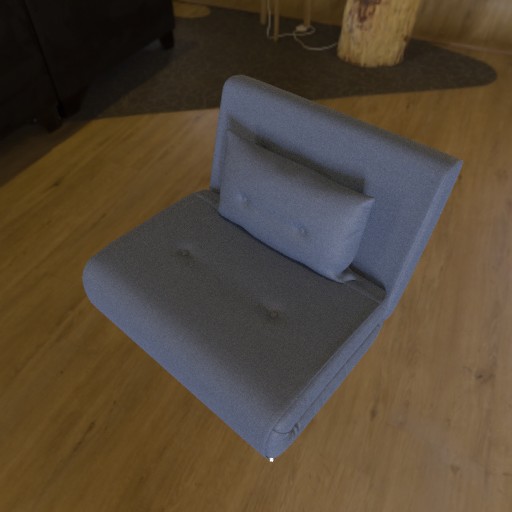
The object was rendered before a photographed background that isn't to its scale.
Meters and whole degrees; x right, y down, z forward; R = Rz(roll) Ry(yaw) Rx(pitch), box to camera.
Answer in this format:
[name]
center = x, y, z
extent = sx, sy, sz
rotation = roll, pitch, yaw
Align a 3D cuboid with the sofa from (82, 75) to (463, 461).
[sofa]
center = 0.000, 0.000, 1.706
extent = 0.999, 0.860, 0.996
rotation = 32, 54, 27
